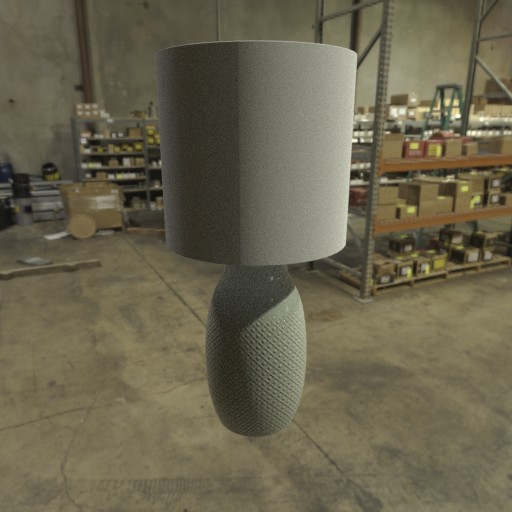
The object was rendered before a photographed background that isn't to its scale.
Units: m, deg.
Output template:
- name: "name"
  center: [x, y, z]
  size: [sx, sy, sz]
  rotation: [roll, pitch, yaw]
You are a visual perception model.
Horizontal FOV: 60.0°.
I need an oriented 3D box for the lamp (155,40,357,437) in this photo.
- name: "lamp"
  center: [0.000, 0.000, 0.550]
  size: [0.217, 0.453, 0.217]
  rotation: [-9, 19, -27]
